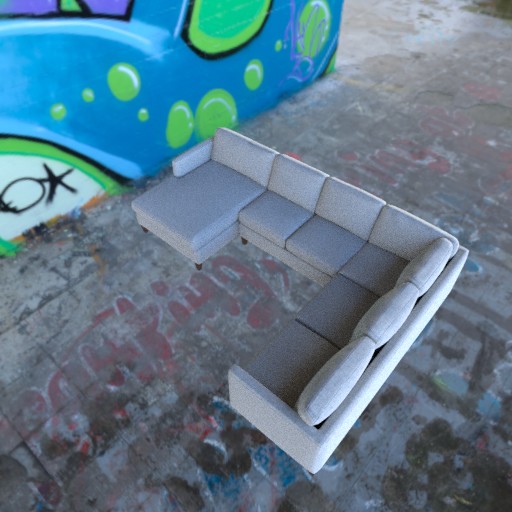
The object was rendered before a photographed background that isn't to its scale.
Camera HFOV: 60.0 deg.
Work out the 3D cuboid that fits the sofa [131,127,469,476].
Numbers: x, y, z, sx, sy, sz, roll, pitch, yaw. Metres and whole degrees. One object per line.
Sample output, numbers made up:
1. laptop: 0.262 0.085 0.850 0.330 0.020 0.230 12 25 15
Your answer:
1. sofa: 0.000 0.000 4.689 3.460 0.959 2.593 32 54 27
